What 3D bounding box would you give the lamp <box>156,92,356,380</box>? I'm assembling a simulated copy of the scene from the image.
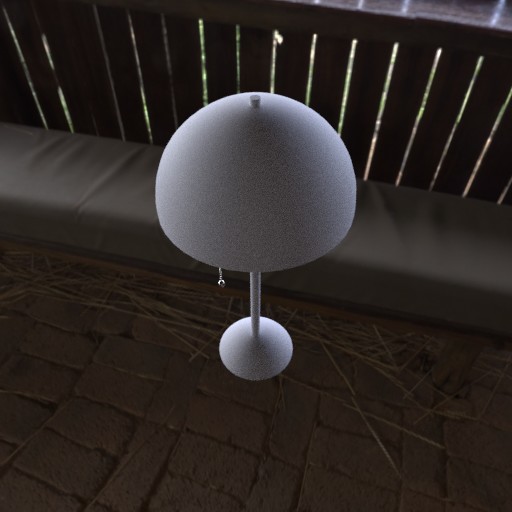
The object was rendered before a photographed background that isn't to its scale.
[{"bbox_3d":[0.000,0.000,0.440,0.171,0.330,0.171,0,46,0],"label":"lamp"}]
